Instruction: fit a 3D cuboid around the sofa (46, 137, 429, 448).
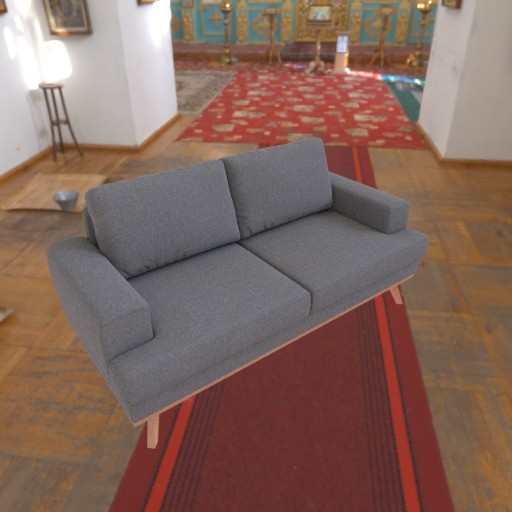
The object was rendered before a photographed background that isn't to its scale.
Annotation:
[{"bbox_3d":[0.000,0.000,2.074,1.650,0.810,0.785,-21,36,-32],"label":"sofa"}]
